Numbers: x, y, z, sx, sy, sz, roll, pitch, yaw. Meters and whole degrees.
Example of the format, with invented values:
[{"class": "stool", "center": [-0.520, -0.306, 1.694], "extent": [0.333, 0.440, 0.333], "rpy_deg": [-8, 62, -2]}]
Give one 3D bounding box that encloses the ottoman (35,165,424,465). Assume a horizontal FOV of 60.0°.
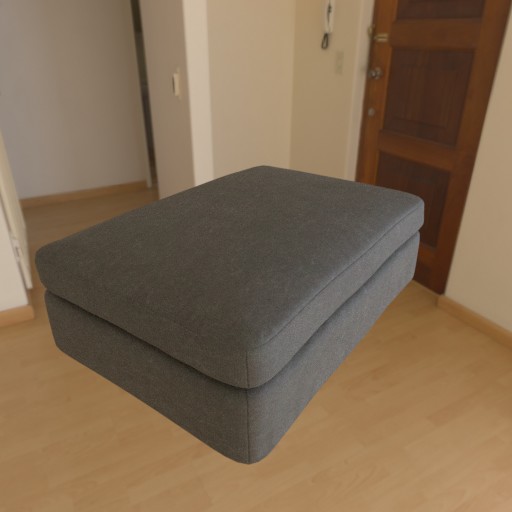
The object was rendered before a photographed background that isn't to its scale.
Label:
[{"class": "ottoman", "center": [0.000, 0.000, 1.579], "extent": [0.840, 0.429, 1.199], "rpy_deg": [18, 32, 31]}]
